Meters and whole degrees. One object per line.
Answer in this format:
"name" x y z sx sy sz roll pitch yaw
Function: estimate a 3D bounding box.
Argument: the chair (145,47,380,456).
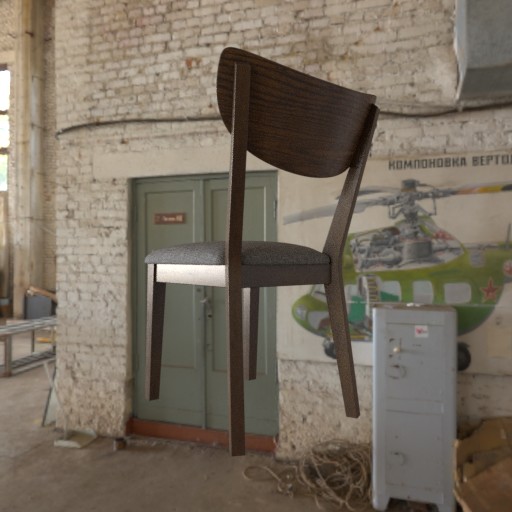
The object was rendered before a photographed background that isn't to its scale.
"chair" 0.000 0.000 1.211 0.491 0.849 0.583 0 0 -37
